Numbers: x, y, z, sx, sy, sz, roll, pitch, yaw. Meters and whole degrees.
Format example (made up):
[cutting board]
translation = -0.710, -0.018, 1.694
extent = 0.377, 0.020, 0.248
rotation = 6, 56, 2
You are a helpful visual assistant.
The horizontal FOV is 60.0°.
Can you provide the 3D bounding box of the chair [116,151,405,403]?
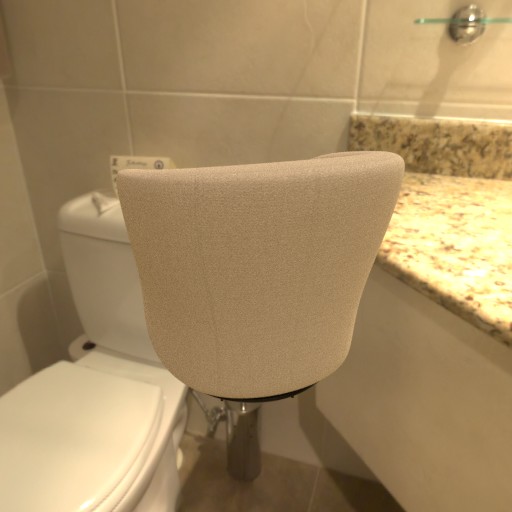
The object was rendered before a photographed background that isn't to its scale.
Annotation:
[chair]
translation = 0.000, 0.000, 1.430
extent = 0.791, 0.771, 0.815
rotation = -8, 27, -17
